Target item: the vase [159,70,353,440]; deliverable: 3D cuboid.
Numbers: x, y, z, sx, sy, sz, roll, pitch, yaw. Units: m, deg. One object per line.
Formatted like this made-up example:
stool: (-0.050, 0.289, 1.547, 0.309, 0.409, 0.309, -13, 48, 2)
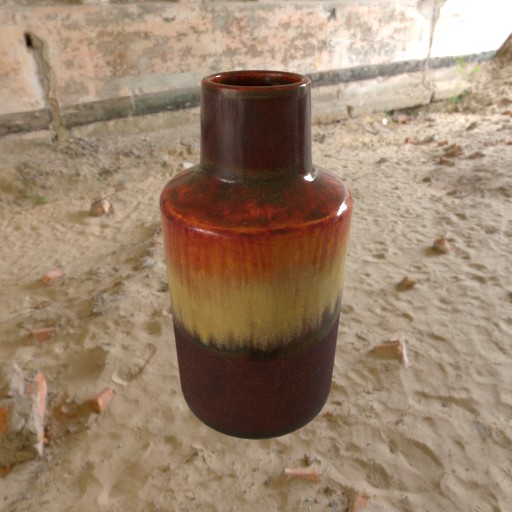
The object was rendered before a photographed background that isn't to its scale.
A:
vase: (0.000, 0.000, 0.269, 0.108, 0.204, 0.108, 0, 31, 0)
